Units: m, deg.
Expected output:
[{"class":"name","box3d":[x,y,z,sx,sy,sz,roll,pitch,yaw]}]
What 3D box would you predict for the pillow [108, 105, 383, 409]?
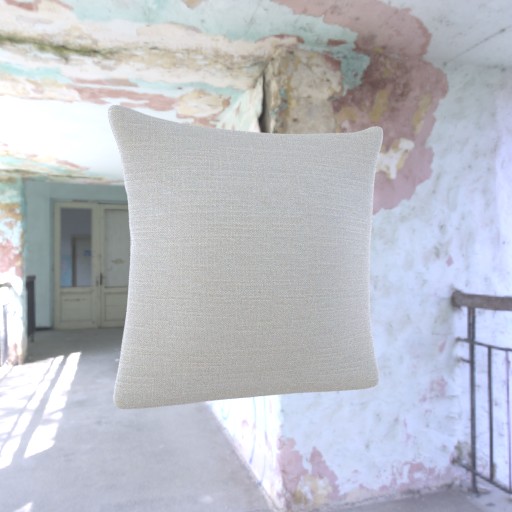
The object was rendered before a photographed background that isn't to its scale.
[{"class":"pillow","box3d":[0.000,0.000,0.711,0.451,0.449,0.191,0,0,-16]}]
